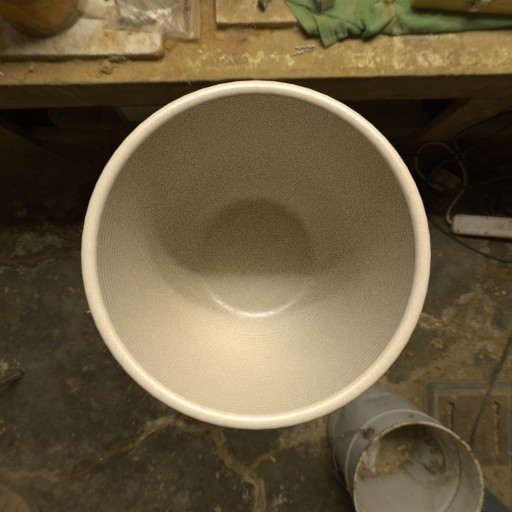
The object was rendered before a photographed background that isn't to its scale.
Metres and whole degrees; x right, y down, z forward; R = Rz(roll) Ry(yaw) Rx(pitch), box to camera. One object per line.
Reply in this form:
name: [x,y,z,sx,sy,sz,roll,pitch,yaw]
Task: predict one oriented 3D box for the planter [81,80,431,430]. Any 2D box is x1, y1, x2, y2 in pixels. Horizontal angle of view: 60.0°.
planter: [0.000,0.000,0.289,0.170,0.153,0.170,0,90,0]
